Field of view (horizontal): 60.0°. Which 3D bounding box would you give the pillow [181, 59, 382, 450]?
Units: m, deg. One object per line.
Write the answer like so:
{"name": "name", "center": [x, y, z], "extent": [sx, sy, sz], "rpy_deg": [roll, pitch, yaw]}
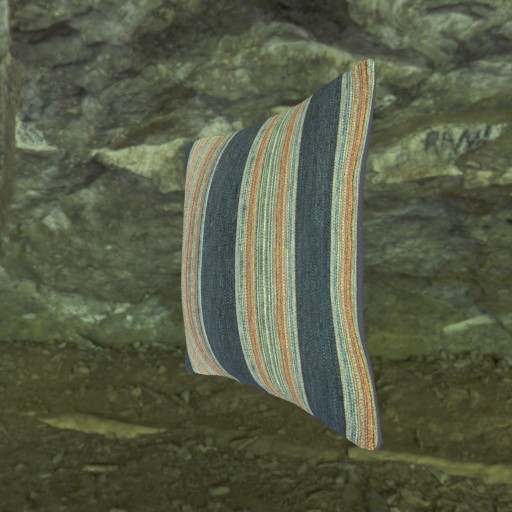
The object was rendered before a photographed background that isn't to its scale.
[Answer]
{"name": "pillow", "center": [0.000, 0.000, 0.640], "extent": [0.136, 0.419, 0.437], "rpy_deg": [0, -1, -36]}
